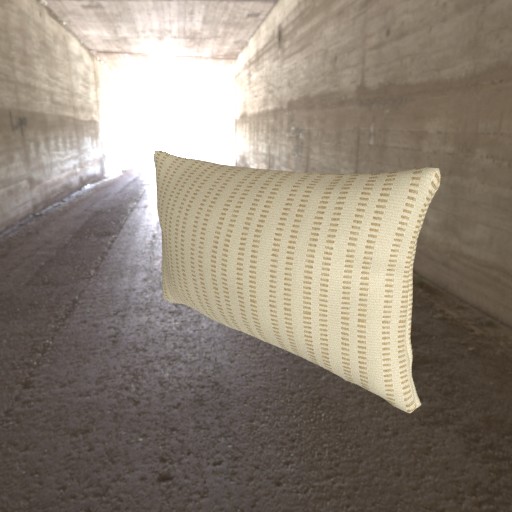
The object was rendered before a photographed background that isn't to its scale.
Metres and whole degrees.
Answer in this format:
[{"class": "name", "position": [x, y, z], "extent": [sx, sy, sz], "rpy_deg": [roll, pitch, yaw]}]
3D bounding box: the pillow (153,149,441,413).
[{"class": "pillow", "position": [0.000, 0.000, 0.802], "extent": [0.640, 0.353, 0.210], "rpy_deg": [16, 23, 42]}]
